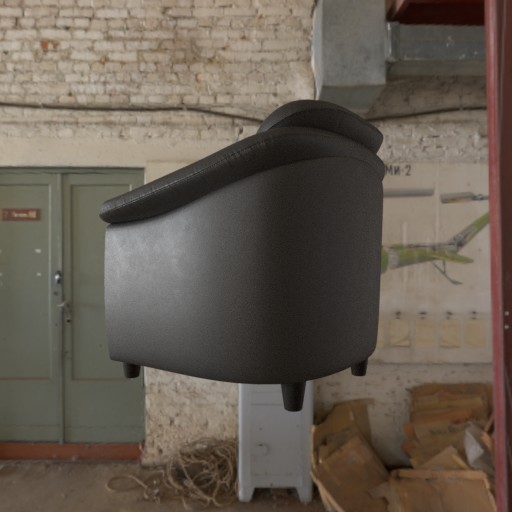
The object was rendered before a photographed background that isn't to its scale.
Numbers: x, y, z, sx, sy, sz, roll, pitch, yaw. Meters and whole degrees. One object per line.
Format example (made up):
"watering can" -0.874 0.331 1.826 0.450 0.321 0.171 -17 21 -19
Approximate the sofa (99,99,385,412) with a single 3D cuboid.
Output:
"sofa" 0.000 0.000 1.508 0.794 0.811 0.870 0 0 36
